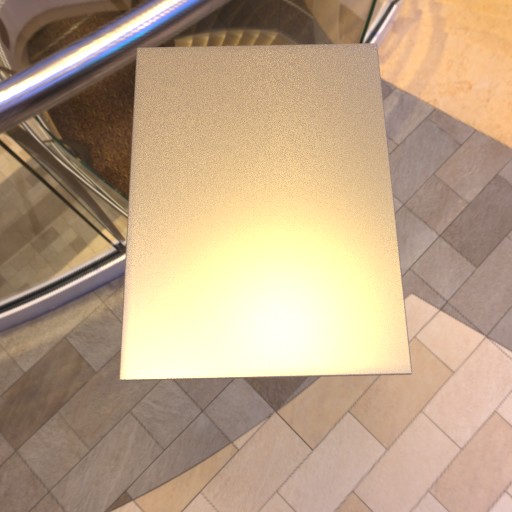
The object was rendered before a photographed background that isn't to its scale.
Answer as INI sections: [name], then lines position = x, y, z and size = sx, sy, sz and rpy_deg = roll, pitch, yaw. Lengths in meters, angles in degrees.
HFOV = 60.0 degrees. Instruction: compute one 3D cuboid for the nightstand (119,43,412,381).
[nightstand]
position = 0.000, 0.000, 0.709
size = 0.288, 0.508, 0.370
rpy_deg = -1, 75, 0
